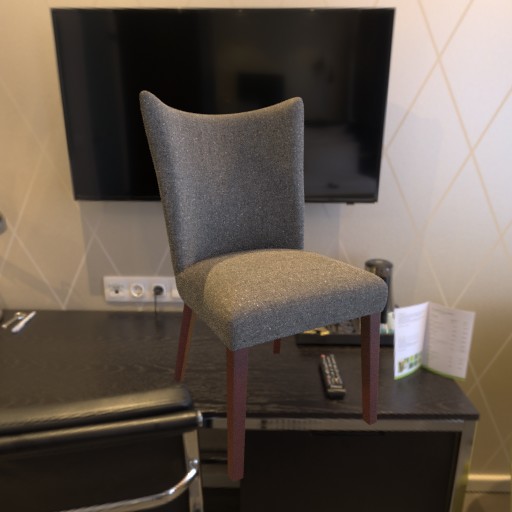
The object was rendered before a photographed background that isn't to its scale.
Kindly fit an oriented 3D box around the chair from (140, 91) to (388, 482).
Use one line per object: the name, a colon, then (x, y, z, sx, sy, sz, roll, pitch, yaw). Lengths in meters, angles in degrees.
chair: (0.000, 0.000, 1.315, 0.535, 0.924, 0.623, -9, 19, -28)
